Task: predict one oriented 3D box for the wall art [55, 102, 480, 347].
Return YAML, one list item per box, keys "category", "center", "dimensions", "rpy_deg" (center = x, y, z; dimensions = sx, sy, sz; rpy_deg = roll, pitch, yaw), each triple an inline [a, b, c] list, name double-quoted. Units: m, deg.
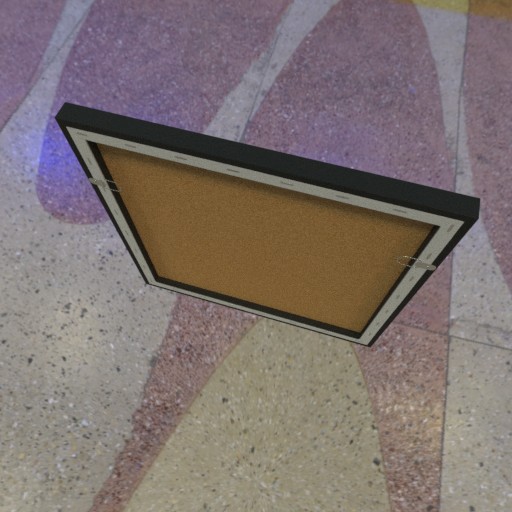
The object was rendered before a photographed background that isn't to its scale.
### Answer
- category: "wall art"
  center: [0.000, 0.000, 1.106]
  dimensions: [0.758, 0.758, 0.044]
  rpy_deg: [15, 64, 8]
